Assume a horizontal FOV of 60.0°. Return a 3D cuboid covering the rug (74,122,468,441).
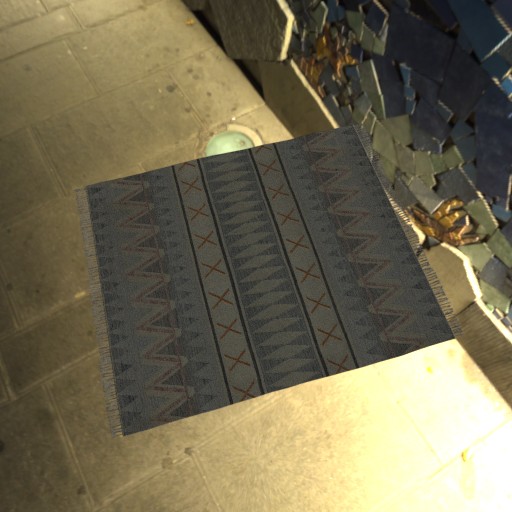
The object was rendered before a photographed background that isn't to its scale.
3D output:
[{"bbox_3d":[0.000,0.000,3.982,3.000,0.012,2.371,-14,66,-7],"label":"rug"}]
